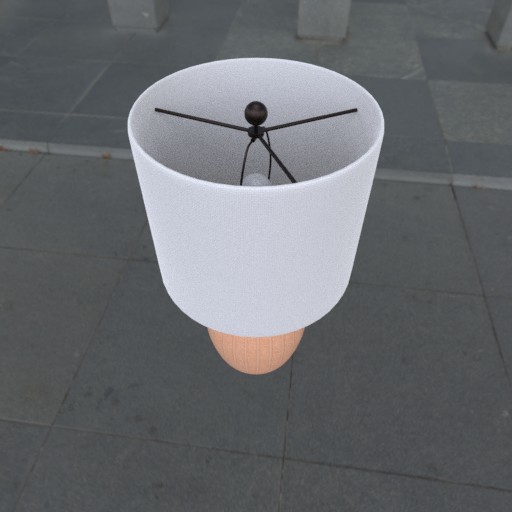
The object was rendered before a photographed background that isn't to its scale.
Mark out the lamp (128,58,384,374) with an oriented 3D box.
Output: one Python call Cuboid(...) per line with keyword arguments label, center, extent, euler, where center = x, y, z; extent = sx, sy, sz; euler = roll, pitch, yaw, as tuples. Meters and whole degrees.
Cuboid(label="lamp", center=(0.000, 0.000, 0.773), extent=(0.329, 0.570, 0.329), euler=(0, 47, 0))
